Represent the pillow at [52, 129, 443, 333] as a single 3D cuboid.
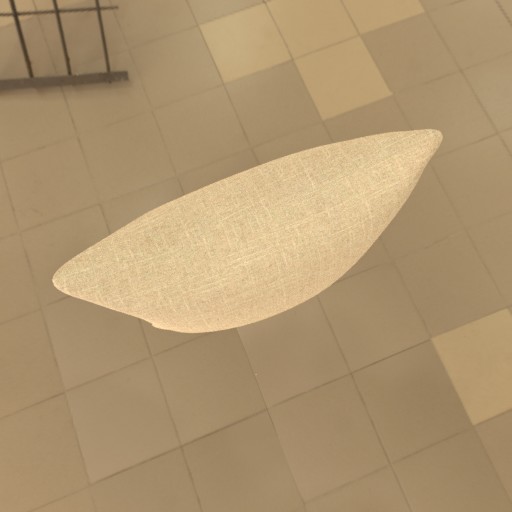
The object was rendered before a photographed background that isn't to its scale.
[{"bbox_3d":[0.000,0.000,0.625,0.414,0.399,0.173,-22,76,-6],"label":"pillow"}]
